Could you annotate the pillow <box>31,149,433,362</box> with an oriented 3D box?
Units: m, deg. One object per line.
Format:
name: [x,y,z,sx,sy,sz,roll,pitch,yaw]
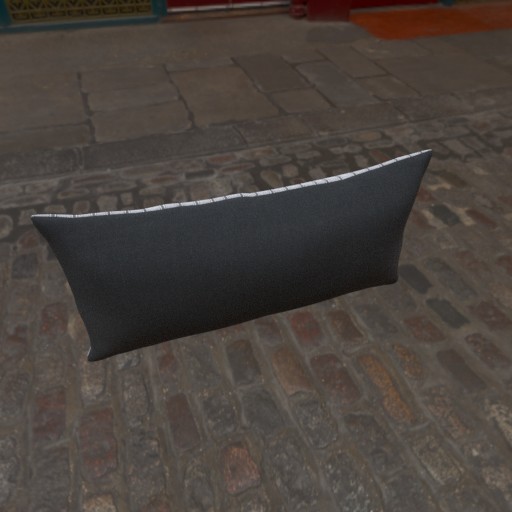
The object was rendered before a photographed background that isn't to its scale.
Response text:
pillow: [0.000,0.000,0.737,0.609,0.305,0.151,-13,43,-14]
